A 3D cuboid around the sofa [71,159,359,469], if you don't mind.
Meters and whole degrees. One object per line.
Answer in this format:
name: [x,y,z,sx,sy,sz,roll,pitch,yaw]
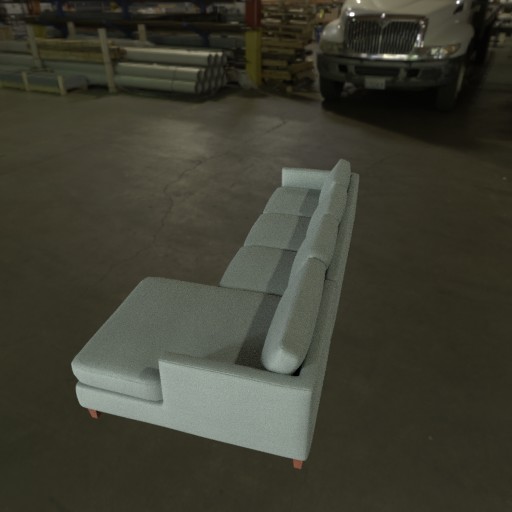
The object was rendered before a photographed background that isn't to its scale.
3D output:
sofa: [0.000,0.000,4.086,1.604,0.950,3.471,8,32,13]
